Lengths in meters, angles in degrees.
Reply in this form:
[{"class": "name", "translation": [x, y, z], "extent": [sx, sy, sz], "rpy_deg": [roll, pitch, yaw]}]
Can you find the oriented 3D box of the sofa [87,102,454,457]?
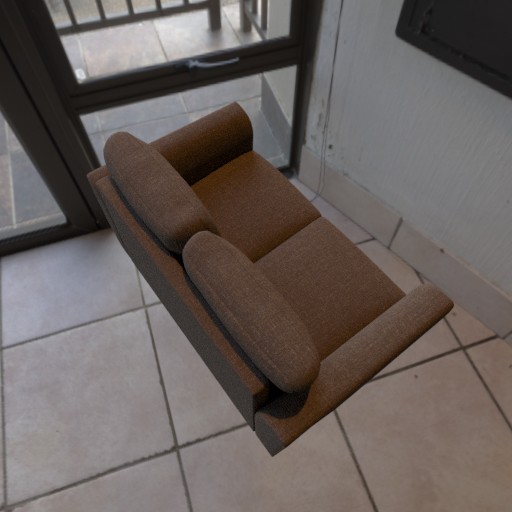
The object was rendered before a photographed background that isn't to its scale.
[{"class": "sofa", "translation": [0.000, 0.000, 1.980], "extent": [0.851, 0.885, 1.423], "rpy_deg": [-33, 64, -18]}]
